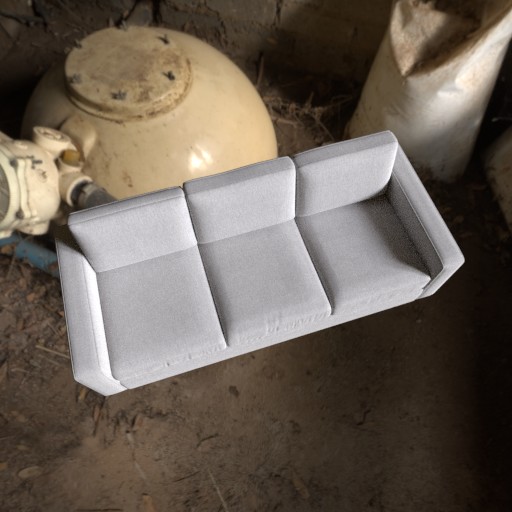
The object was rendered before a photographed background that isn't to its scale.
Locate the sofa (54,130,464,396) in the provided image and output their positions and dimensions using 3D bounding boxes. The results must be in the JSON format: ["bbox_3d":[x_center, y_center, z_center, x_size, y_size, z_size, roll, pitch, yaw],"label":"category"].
[{"bbox_3d":[0.000,0.000,2.576,2.120,0.800,0.900,-16,65,-8],"label":"sofa"}]
